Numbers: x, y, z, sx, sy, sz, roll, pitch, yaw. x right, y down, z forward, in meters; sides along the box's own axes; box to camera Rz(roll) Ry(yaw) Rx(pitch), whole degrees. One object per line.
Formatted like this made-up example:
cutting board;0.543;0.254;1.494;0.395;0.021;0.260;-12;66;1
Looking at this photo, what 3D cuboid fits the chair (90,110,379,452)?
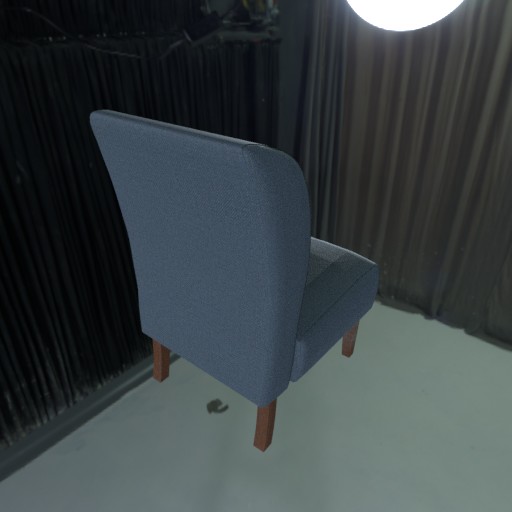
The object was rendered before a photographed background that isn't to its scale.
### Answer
chair;0.000;0.000;1.208;0.513;0.804;0.592;21;36;32
